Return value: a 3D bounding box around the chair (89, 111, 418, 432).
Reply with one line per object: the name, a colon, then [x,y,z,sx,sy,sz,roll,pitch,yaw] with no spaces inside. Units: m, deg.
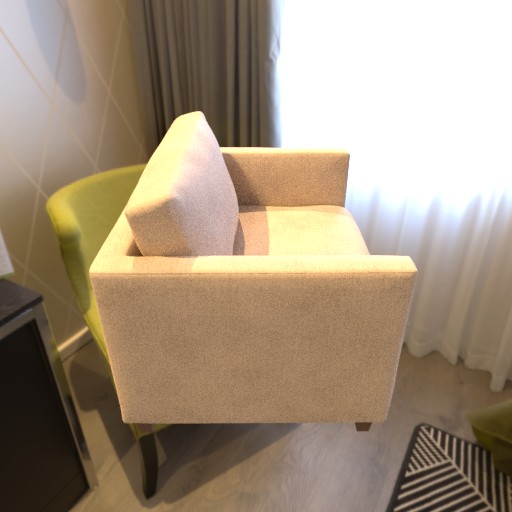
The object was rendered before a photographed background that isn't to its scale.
chair: [0.000,0.000,1.826,0.959,0.961,1.133,0,31,0]
